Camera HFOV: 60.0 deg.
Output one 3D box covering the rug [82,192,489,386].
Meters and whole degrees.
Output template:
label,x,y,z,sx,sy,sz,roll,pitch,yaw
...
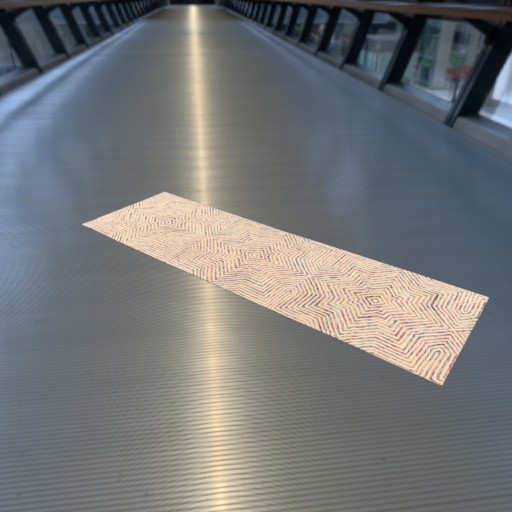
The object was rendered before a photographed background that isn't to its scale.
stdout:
label,x,y,z,sx,sy,sz,roll,pitch,yaw
rug,0.000,0.000,2.666,2.443,0.009,0.771,21,35,32
